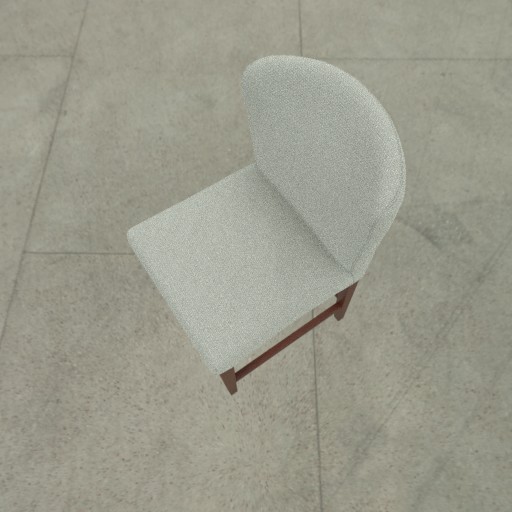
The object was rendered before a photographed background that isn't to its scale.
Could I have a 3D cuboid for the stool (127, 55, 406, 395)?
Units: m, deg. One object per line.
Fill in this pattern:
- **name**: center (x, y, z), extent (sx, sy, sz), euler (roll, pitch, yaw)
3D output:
- **stool**: center (0.000, 0.000, 1.281), extent (0.568, 0.969, 0.481), euler (-32, 69, -14)
